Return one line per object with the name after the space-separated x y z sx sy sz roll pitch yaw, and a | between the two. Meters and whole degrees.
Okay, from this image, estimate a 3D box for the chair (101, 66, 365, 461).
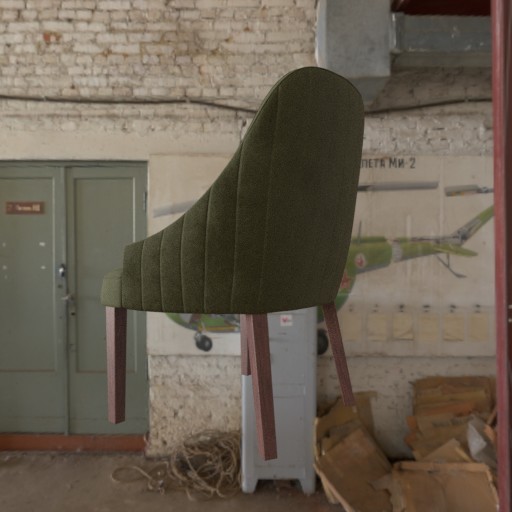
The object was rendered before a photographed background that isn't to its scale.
0.000 0.000 1.266 0.575 0.889 0.643 0 1 37 | chair
